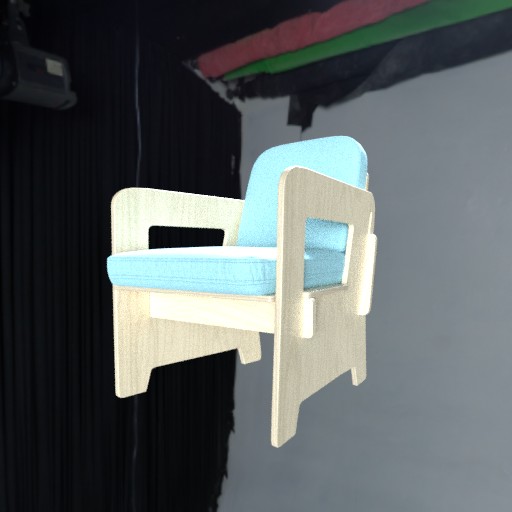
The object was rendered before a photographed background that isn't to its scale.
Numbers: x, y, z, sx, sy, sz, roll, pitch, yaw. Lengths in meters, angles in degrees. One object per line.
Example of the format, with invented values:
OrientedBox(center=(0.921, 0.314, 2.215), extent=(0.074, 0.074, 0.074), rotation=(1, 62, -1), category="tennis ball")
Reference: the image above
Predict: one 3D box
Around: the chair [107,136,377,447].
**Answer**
OrientedBox(center=(0.000, 0.000, 1.316), extent=(0.590, 0.800, 0.710), rotation=(0, 1, 37), category="chair")
